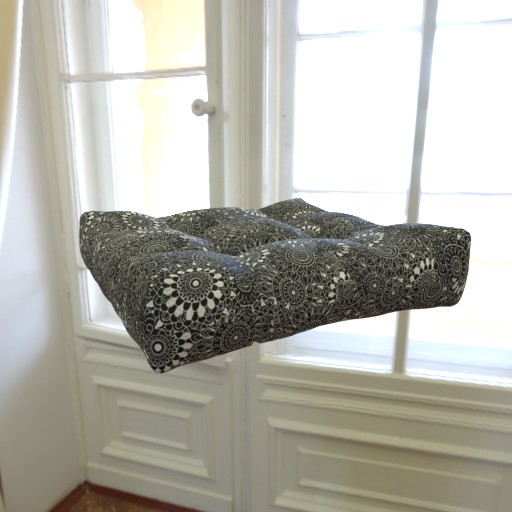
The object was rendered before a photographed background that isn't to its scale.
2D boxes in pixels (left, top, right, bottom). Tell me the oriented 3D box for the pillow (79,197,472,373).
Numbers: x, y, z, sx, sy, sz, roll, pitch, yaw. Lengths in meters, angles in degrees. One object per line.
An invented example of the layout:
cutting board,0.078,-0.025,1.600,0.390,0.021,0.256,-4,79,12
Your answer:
pillow,0.000,0.000,0.724,0.490,0.128,0.468,-8,16,-28
